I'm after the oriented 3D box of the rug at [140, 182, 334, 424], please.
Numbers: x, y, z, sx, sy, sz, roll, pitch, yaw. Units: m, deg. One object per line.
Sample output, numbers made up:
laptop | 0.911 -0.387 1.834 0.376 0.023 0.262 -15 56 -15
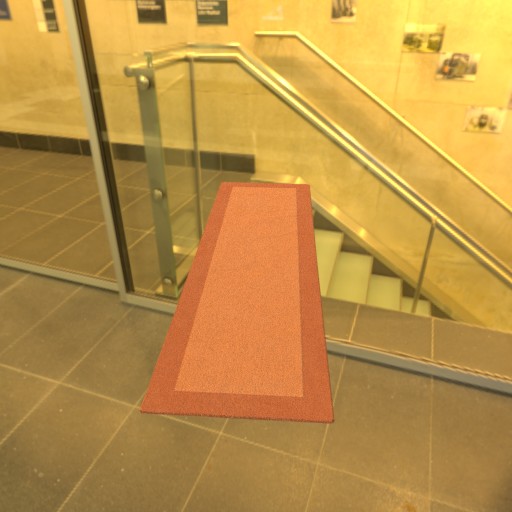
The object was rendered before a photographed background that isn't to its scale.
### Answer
rug | 0.000 0.000 2.746 0.914 0.013 2.471 0 31 0
